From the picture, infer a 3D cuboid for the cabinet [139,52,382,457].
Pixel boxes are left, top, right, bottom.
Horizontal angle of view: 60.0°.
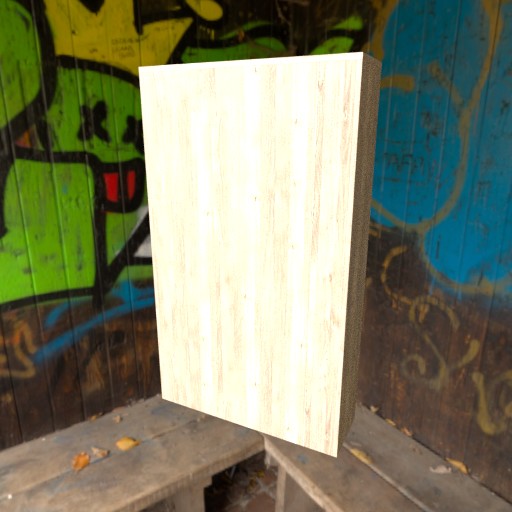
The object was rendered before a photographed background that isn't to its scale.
[{"bbox_3d":[0.000,0.000,1.607,0.750,1.280,0.250,8,19,26],"label":"cabinet"}]
